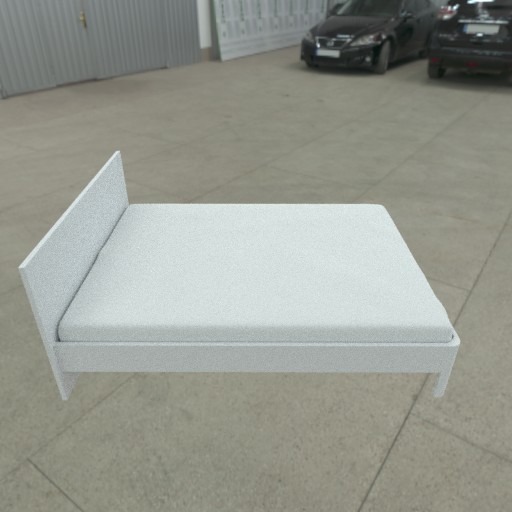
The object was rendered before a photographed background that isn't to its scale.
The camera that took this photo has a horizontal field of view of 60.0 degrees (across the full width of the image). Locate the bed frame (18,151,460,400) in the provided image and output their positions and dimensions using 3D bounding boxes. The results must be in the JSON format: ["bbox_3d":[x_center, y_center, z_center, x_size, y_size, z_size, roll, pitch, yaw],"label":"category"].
[{"bbox_3d":[0.000,0.000,2.663,1.950,0.800,1.490,0,32,0],"label":"bed frame"}]
